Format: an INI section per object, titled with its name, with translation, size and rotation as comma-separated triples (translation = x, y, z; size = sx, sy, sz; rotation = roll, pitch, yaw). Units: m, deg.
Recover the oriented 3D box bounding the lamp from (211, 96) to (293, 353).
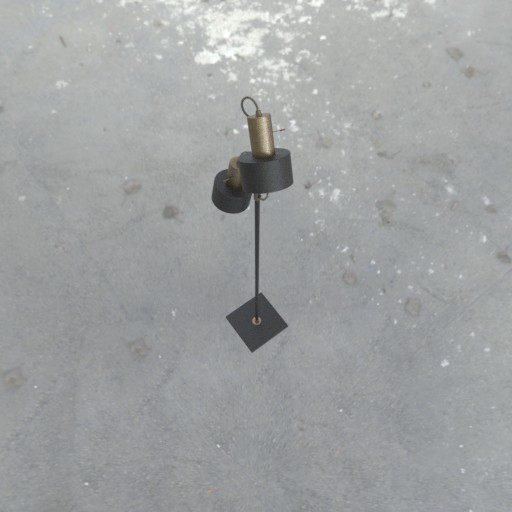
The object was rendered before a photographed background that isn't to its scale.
[lamp]
translation = 0.000, 0.000, 1.653
size = 0.233, 1.505, 0.315
rotation = -33, 68, -16
